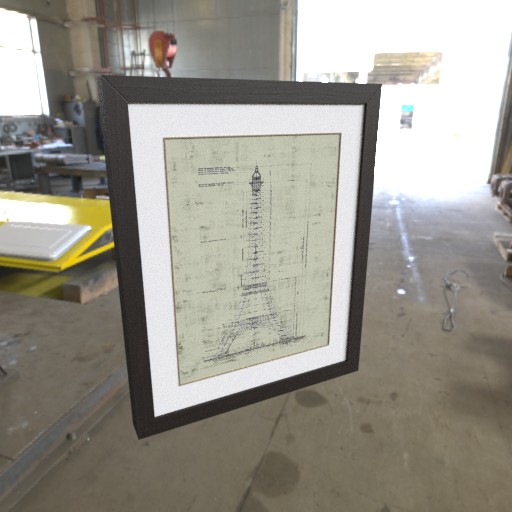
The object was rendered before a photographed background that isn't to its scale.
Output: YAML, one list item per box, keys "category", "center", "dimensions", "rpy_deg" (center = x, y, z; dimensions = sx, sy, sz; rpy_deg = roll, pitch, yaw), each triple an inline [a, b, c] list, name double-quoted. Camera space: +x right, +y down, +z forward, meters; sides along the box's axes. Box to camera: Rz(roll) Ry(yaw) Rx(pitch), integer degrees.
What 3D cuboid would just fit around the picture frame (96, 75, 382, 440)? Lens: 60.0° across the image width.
- category: "picture frame"
  center: [0.000, 0.000, 0.754]
  dimensions: [0.452, 0.555, 0.044]
  rpy_deg: [-9, 20, -25]
